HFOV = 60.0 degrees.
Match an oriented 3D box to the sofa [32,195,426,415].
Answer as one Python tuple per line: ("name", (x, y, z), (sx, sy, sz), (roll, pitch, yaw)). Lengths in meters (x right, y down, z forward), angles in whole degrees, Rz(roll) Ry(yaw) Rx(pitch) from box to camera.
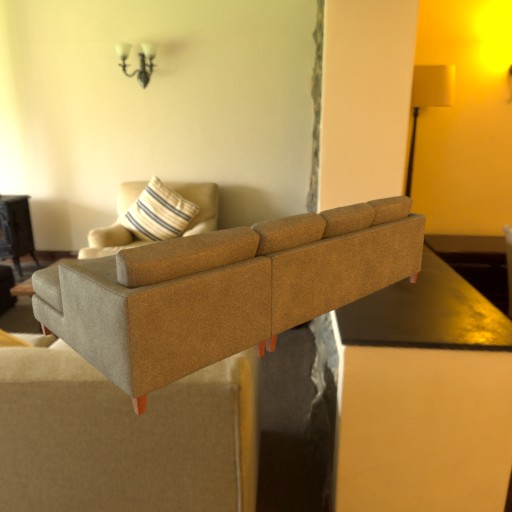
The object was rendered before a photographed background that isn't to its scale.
("sofa", (0.000, 0.000, 4.053), (3.471, 0.950, 1.604), (-15, 21, -42))
